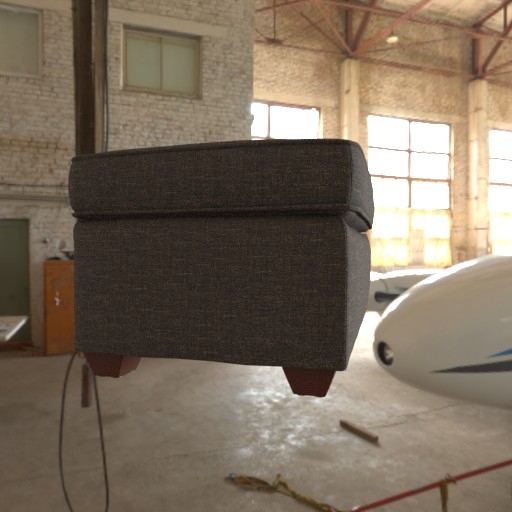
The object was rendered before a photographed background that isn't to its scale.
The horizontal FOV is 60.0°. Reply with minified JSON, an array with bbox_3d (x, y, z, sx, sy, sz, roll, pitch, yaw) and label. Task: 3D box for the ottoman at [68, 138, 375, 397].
[{"bbox_3d":[0.000,0.000,1.088,0.549,0.450,0.749,0,1,17],"label":"ottoman"}]
